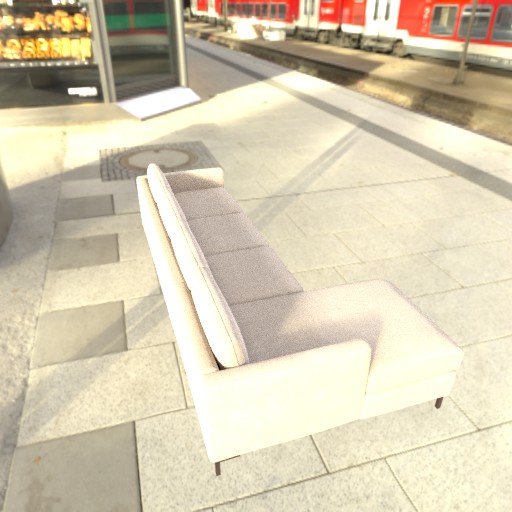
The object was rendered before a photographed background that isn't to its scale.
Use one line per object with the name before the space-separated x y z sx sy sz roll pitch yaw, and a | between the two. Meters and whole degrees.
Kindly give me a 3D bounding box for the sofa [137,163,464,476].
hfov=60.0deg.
sofa | 0.000 0.000 3.442 1.469 0.816 2.923 -10 32 -16
